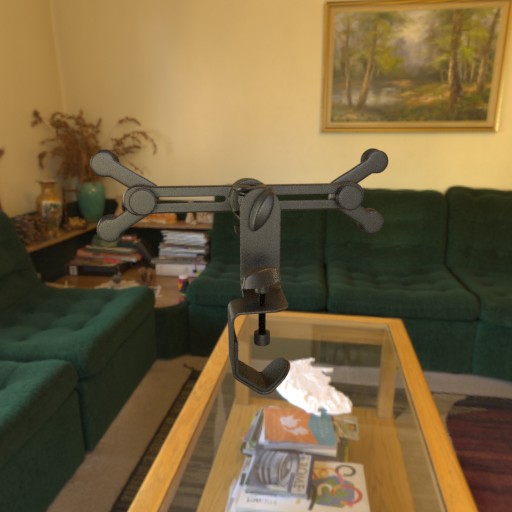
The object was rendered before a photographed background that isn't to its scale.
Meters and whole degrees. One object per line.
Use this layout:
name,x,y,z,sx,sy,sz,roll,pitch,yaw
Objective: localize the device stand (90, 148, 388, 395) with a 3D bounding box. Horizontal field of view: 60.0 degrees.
device stand,0.000,0.000,0.361,0.270,0.166,0.142,-2,15,-8
